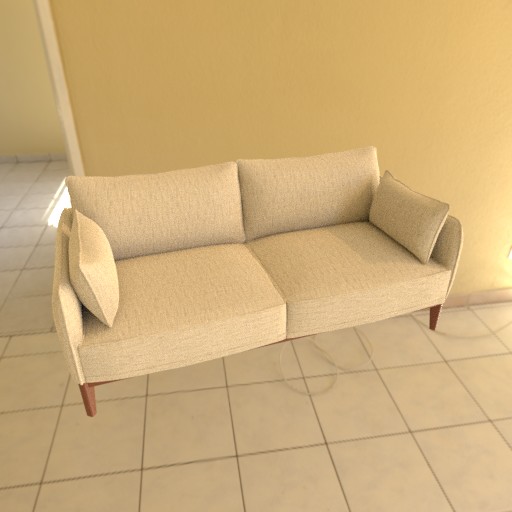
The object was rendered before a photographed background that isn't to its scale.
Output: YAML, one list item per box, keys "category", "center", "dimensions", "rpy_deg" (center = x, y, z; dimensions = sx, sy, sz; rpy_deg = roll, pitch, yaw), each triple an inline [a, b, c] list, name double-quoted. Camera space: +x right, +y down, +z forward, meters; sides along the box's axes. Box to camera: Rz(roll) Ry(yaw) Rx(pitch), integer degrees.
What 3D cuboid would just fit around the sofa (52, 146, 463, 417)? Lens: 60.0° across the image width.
- category: "sofa"
  center: [0.000, 0.000, 2.403]
  dimensions: [1.989, 0.860, 0.991]
  rpy_deg: [-10, 32, -16]
